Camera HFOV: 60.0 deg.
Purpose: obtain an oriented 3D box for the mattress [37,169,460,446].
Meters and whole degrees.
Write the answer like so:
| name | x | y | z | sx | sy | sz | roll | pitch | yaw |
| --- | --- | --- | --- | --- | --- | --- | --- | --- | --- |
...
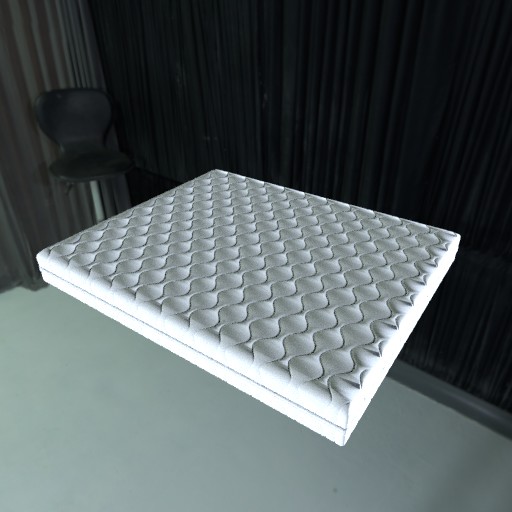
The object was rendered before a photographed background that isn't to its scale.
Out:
| name | x | y | z | sx | sy | sz | roll | pitch | yaw |
| --- | --- | --- | --- | --- | --- | --- | --- | --- | --- |
| mattress | 0.000 | 0.000 | 2.604 | 1.900 | 0.200 | 1.600 | 20 | 37 | 29 |
